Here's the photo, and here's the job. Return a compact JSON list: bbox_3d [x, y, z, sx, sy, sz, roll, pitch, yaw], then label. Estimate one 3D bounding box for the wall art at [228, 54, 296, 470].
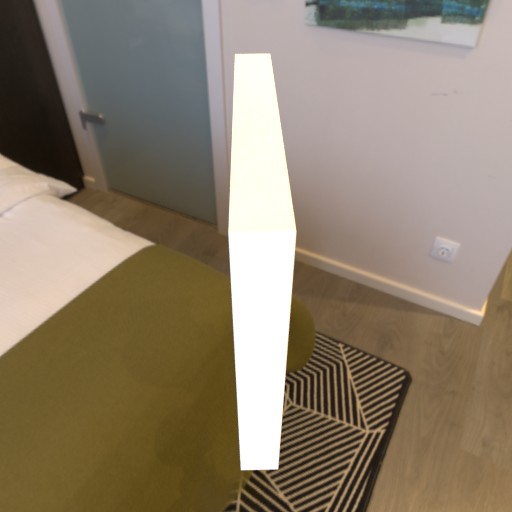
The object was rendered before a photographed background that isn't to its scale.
[{"bbox_3d":[0.000,0.000,0.459,0.038,0.305,0.305,-1,42,-1],"label":"wall art"}]
